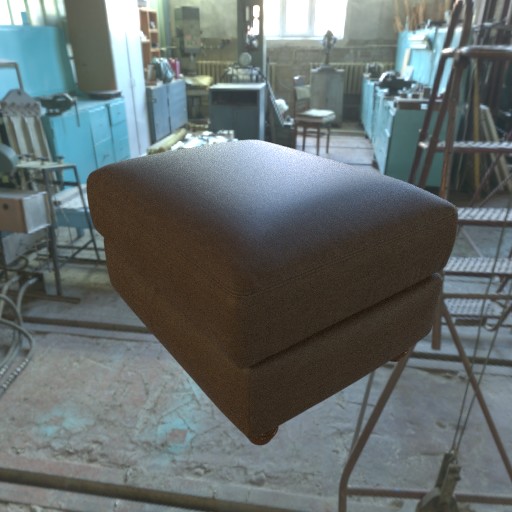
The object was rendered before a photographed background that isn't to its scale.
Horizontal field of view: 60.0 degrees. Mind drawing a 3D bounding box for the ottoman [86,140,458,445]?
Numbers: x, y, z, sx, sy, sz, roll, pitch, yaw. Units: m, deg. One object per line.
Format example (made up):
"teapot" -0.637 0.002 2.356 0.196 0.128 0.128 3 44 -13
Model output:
"ottoman" 0.000 0.000 1.173 0.635 0.508 0.787 -18 32 -32
